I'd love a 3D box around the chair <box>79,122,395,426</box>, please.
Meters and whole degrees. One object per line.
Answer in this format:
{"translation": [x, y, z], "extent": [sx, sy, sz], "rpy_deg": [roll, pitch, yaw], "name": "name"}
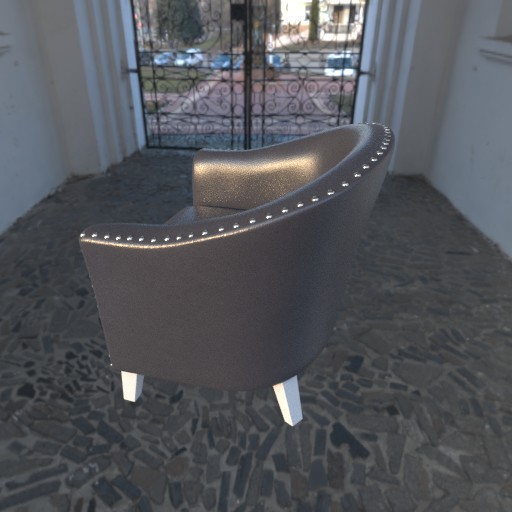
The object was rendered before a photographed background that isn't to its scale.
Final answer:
{"translation": [0.000, 0.000, 1.430], "extent": [0.748, 0.823, 0.794], "rpy_deg": [9, 31, 15], "name": "chair"}
